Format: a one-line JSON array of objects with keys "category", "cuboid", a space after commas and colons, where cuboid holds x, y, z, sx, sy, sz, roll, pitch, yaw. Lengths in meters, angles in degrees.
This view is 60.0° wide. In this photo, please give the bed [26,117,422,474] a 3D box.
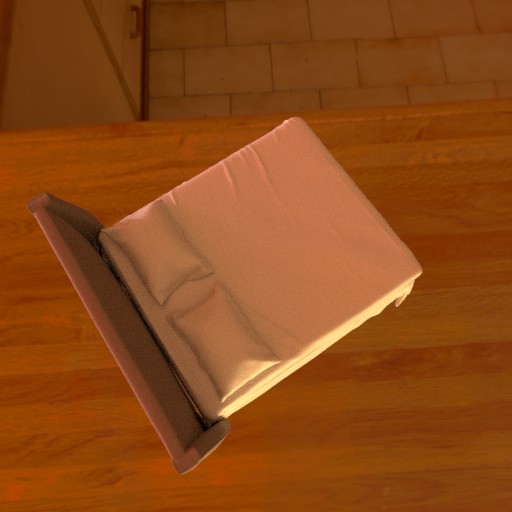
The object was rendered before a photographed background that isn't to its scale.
[{"category": "bed", "cuboid": [0.000, 0.000, 3.377, 2.276, 1.332, 1.925, -33, 76, -9]}]
